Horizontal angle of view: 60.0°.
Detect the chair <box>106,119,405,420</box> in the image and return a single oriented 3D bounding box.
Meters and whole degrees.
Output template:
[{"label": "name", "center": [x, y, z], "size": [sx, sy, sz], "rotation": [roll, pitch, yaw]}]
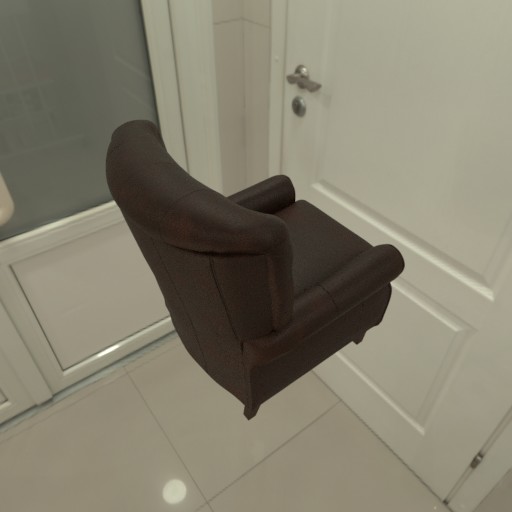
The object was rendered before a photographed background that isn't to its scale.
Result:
[{"label": "chair", "center": [0.000, 0.000, 1.942], "size": [1.058, 1.158, 0.948], "rotation": [-26, 48, -27]}]
